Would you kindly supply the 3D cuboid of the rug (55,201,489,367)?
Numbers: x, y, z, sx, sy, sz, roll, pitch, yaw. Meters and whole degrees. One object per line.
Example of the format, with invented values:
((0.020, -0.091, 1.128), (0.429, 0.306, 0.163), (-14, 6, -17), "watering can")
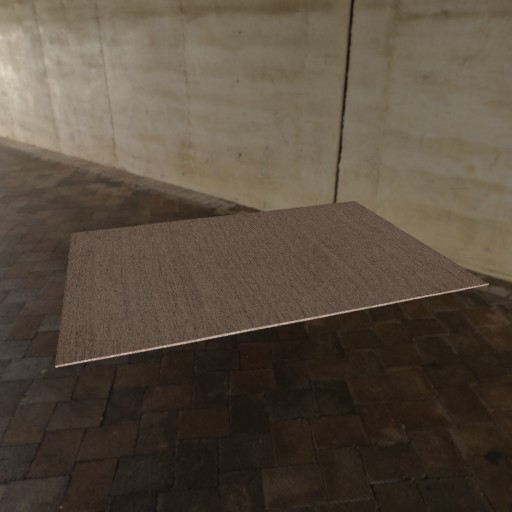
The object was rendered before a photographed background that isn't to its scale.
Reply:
((0.000, 0.000, 2.293), (1.840, 0.013, 1.225), (-8, 27, -16), "rug")
